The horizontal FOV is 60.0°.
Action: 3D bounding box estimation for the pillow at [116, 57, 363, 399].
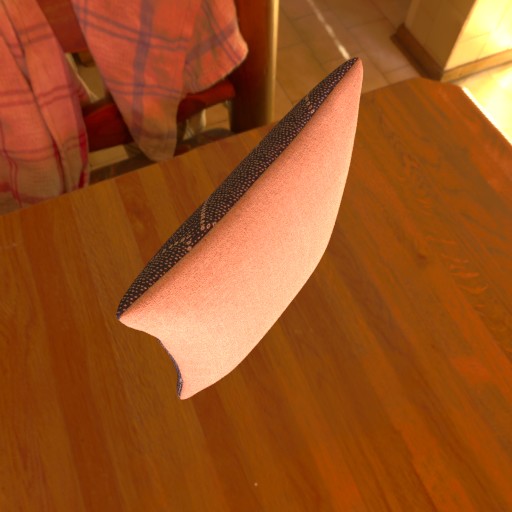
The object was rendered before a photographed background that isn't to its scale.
[{"bbox_3d":[0.000,0.000,0.668,0.148,0.428,0.435,33,68,16],"label":"pillow"}]
